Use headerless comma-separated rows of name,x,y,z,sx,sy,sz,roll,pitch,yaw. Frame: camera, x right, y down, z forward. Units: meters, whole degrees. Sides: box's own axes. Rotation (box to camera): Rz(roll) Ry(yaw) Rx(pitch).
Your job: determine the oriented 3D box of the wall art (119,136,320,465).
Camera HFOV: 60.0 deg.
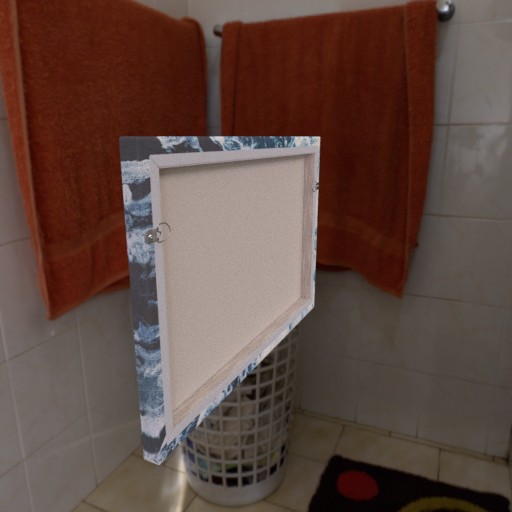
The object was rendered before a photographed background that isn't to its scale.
wall art,0.000,0.000,1.173,0.042,0.610,0.915,7,17,25
